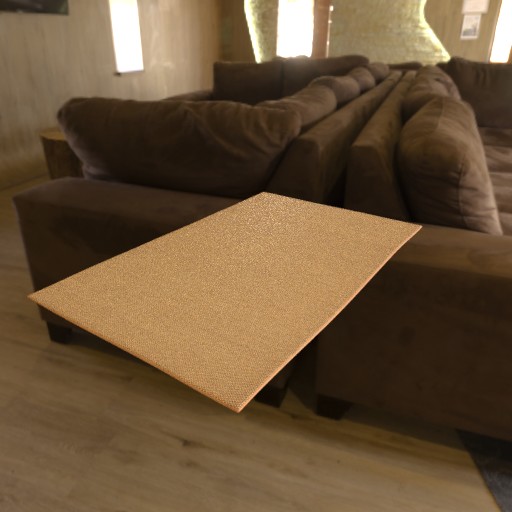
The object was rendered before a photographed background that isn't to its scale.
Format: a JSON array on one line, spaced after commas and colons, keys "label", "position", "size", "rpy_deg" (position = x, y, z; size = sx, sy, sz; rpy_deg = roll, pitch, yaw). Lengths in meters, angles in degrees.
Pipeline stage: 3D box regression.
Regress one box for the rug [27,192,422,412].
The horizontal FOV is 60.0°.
[{"label": "rug", "position": [0.000, 0.000, 2.109], "size": [1.078, 0.013, 1.678], "rpy_deg": [17, 31, 31]}]
